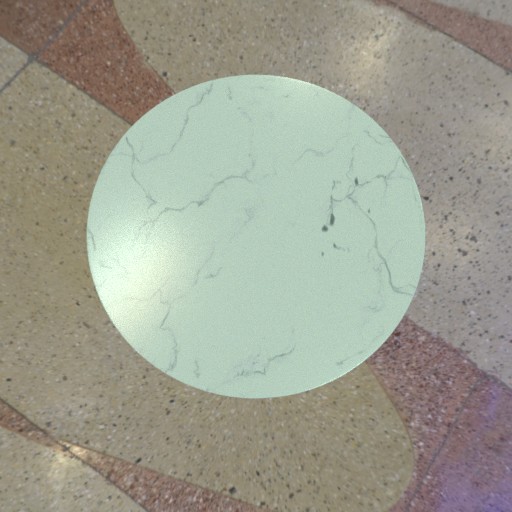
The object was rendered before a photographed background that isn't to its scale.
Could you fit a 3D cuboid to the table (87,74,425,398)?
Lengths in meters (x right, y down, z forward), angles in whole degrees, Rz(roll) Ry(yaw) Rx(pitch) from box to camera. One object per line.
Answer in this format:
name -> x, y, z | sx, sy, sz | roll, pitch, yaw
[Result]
table -> 0.000, 0.000, 0.859 | 0.500, 0.420, 0.500 | 0, 76, 0
